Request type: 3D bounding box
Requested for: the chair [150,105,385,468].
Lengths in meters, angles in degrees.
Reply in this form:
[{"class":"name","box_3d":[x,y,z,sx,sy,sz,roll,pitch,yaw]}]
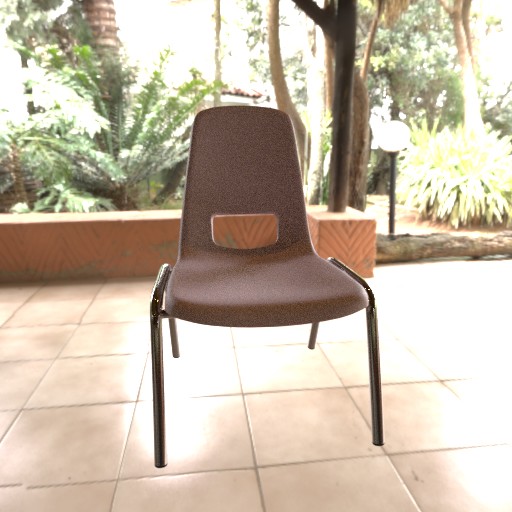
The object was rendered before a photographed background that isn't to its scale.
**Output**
[{"class":"chair","box_3d":[0.000,0.000,0.785,0.354,0.536,0.385,-2,14,-8]}]
